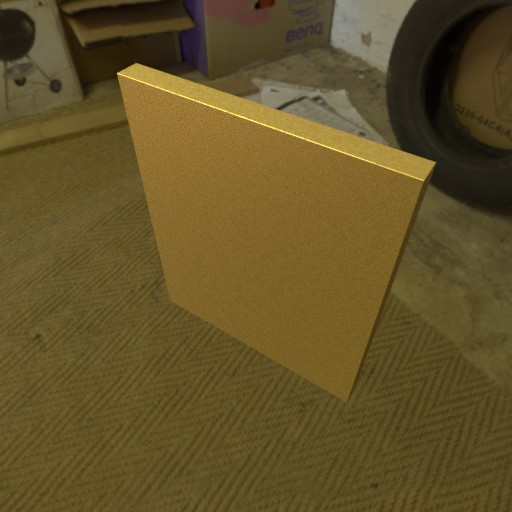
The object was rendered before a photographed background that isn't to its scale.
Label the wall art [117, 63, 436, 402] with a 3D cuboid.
[{"bbox_3d":[0.000,0.000,0.905,0.537,0.642,0.048,26,52,22],"label":"wall art"}]
